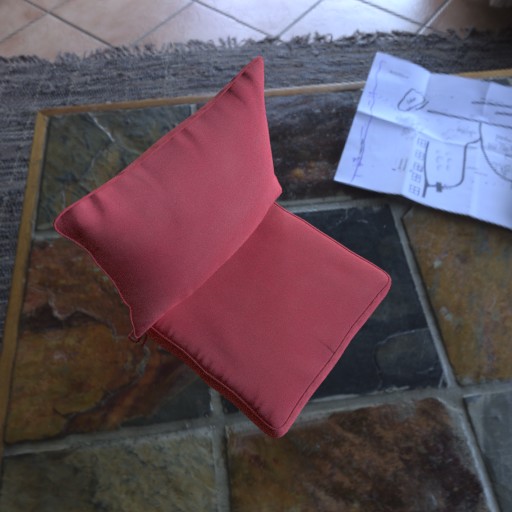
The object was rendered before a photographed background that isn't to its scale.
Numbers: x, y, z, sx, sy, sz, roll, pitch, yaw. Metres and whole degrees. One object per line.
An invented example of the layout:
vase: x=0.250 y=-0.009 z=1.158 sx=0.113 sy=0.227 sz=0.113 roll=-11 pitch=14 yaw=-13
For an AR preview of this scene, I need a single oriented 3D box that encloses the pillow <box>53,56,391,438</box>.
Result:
pillow: x=0.000 y=0.000 z=1.363 sx=0.733 sy=0.725 sz=0.798 roll=35 pitch=65 yaw=18
